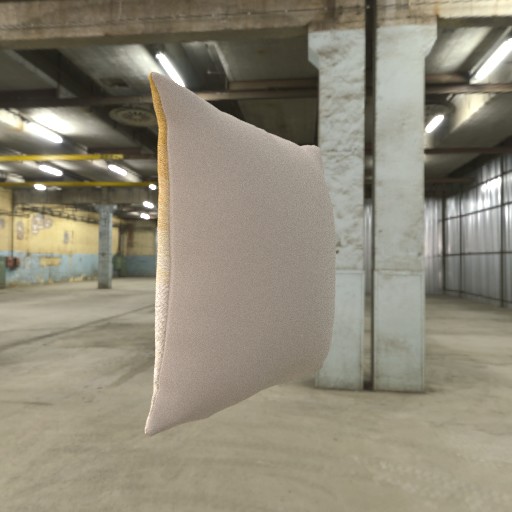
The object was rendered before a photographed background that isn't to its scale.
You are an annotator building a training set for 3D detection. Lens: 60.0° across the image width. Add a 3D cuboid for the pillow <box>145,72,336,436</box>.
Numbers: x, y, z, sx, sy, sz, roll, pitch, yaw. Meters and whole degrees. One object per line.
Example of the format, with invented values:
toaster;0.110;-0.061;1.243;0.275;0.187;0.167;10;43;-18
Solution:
pillow;0.000;0.000;0.717;0.211;0.450;0.450;-1;-2;35
